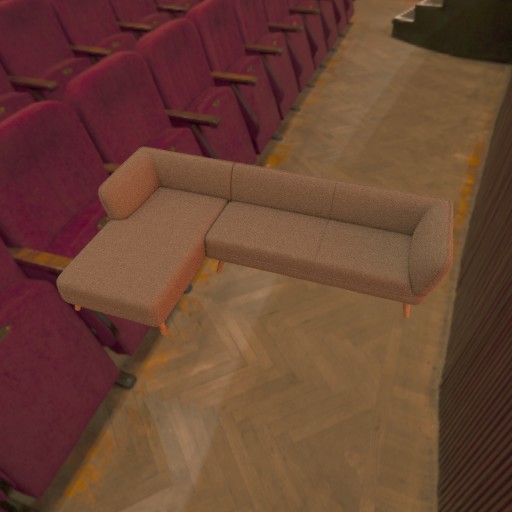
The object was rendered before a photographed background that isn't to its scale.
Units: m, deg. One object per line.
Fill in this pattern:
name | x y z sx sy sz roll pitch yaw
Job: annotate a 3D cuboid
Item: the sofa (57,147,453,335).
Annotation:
sofa | 0.000 0.000 3.337 2.653 0.693 1.532 13 43 14
